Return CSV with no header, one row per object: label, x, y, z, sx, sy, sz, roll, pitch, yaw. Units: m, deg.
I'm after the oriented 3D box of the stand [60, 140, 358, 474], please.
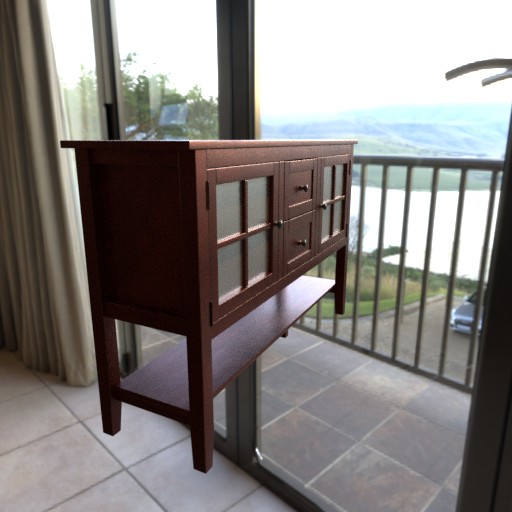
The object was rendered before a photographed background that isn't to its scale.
stand,0.000,0.000,1.722,0.410,0.872,1.362,8,17,26
